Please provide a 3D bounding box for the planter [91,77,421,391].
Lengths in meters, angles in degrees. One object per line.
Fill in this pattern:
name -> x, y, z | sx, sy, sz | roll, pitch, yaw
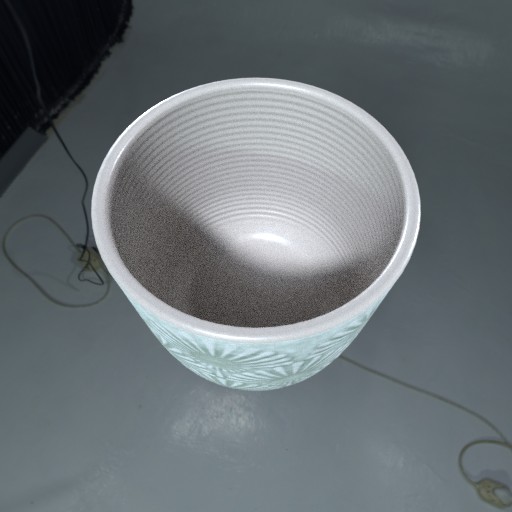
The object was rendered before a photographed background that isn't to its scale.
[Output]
planter -> 0.000, 0.000, 0.215 | 0.124, 0.109, 0.124 | 0, 60, 0
